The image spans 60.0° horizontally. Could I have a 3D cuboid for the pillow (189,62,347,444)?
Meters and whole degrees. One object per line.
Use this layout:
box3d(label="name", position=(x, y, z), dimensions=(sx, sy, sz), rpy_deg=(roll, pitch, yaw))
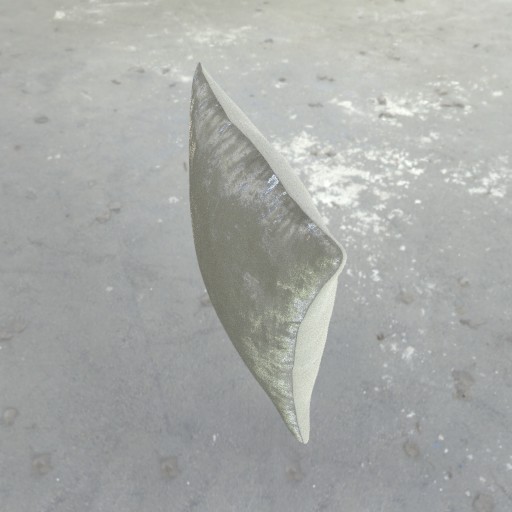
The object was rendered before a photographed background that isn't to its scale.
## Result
box3d(label="pillow", position=(0.000, 0.000, 0.734), dimensions=(0.175, 0.464, 0.470), rpy_deg=(-15, 48, -14))
